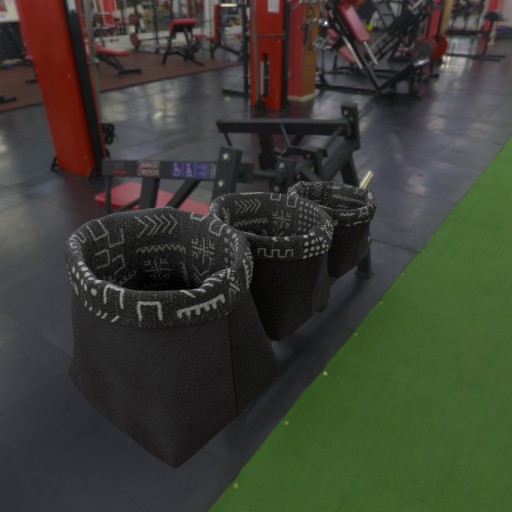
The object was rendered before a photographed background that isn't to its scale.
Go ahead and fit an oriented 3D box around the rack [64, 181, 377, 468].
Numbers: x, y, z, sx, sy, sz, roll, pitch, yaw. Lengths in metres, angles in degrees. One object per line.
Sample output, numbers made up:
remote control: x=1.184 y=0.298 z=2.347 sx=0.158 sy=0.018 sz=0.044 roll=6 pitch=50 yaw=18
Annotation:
rack: x=0.000 y=0.000 z=1.067 sx=0.379 sy=0.323 sz=0.905 roll=22 pitch=37 yaw=32
